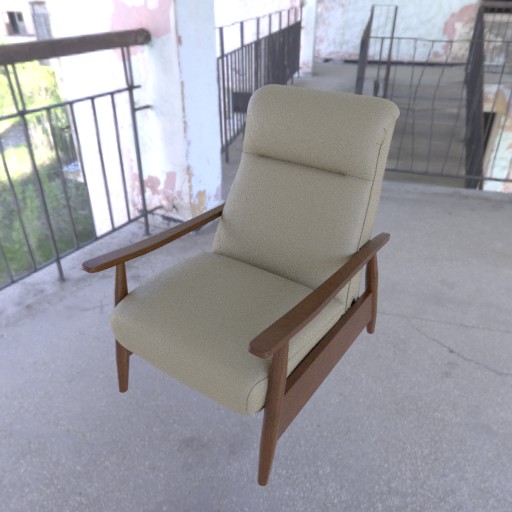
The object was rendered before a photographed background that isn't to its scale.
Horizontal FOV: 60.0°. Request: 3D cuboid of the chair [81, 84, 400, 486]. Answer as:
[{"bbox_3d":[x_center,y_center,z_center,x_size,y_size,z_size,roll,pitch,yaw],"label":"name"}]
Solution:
[{"bbox_3d":[0.000,0.000,1.718,0.762,1.082,1.014,20,36,29],"label":"chair"}]
